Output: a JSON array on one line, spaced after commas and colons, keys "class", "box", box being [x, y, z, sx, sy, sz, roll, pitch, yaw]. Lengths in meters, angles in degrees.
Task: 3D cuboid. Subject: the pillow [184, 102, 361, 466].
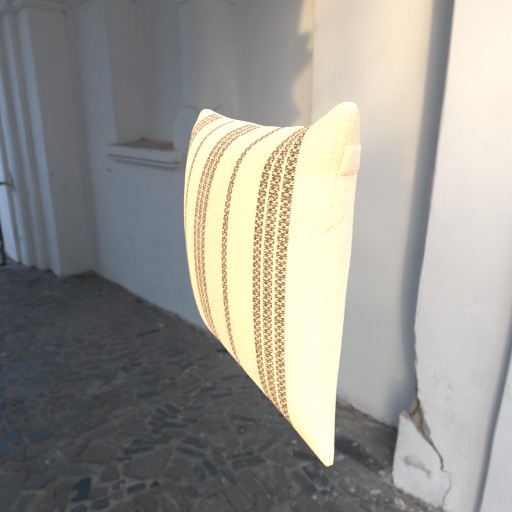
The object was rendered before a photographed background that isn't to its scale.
[{"class": "pillow", "box": [0.000, 0.000, 0.634, 0.173, 0.406, 0.405, -8, 19, -25]}]
